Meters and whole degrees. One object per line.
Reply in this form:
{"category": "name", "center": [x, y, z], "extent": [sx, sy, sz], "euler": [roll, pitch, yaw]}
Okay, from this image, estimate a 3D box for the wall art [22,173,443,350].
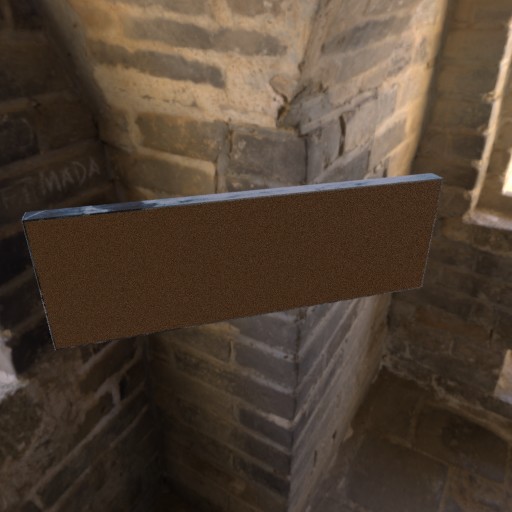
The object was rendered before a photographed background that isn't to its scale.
{"category": "wall art", "center": [0.000, 0.000, 0.847], "extent": [0.759, 0.251, 0.037], "euler": [-8, 28, -15]}
